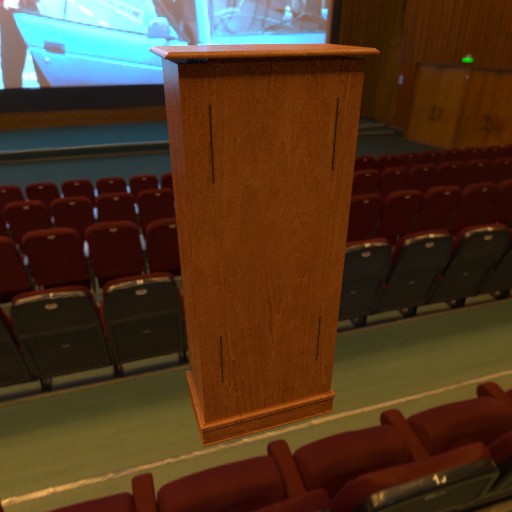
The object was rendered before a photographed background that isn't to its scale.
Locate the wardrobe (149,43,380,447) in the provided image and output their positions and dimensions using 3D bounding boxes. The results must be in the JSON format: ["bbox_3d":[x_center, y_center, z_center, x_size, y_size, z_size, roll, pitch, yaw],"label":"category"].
[{"bbox_3d":[0.000,0.000,1.122,0.406,0.959,0.273,-9,29,-16],"label":"wardrobe"}]
